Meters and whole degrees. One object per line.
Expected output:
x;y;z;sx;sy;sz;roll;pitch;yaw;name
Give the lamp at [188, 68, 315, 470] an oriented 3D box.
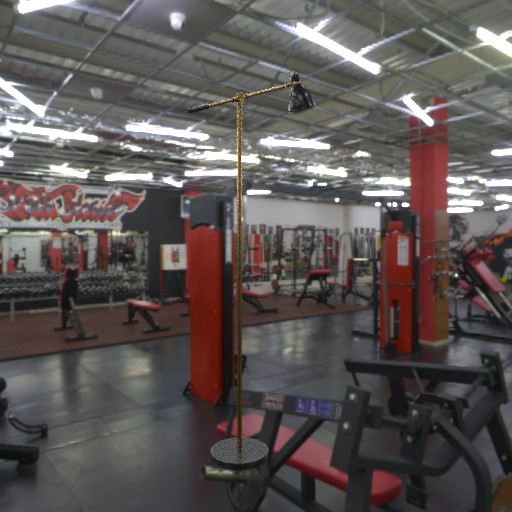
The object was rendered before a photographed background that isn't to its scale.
0.000;0.000;1.837;0.618;1.628;0.235;-1;1;-35;lamp
